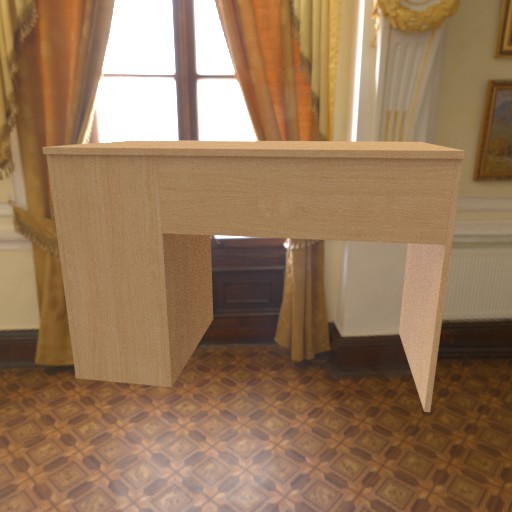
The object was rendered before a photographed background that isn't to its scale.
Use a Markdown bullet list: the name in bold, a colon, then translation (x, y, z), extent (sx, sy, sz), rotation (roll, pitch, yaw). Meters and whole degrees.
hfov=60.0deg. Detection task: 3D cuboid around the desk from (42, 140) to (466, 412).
- **desk**: translation (0.000, 0.000, 1.501), extent (1.097, 0.735, 0.560), rotation (3, 17, 9)
